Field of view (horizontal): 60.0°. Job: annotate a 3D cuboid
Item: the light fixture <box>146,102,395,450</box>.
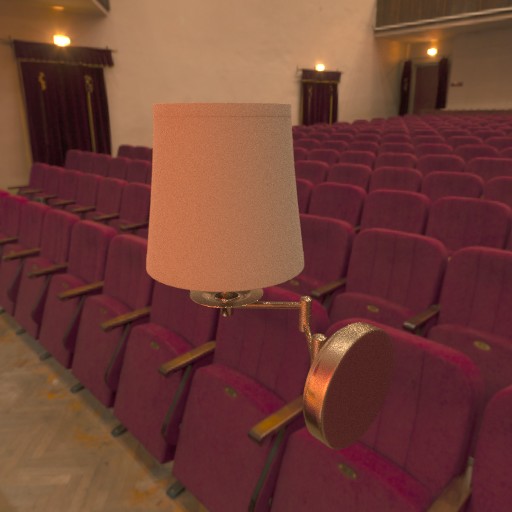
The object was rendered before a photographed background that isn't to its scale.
[{"bbox_3d":[0.000,0.000,0.585,0.223,0.381,0.348,-16,24,-41],"label":"light fixture"}]
